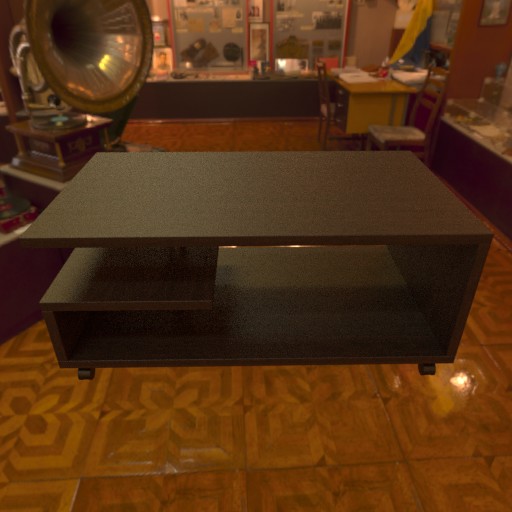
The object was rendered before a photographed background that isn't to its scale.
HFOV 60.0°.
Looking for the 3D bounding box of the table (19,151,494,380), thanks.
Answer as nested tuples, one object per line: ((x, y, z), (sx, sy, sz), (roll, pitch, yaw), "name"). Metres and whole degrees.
((0.000, 0.000, 1.348), (1.050, 0.460, 0.590), (-1, 31, -1), "table")
